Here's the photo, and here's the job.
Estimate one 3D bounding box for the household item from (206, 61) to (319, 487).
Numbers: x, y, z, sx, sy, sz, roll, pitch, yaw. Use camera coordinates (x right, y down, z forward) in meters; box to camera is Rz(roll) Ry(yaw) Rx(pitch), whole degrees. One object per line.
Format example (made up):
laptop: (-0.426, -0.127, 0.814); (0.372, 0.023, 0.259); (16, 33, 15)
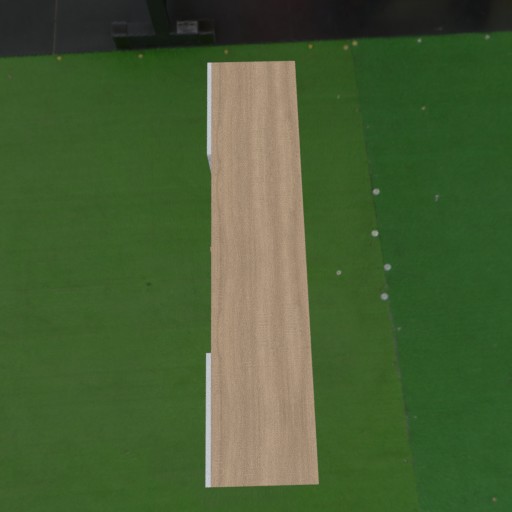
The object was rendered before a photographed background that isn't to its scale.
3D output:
household item: (0.000, 0.000, 2.035); (0.420, 0.310, 1.850); (-1, 75, 0)
